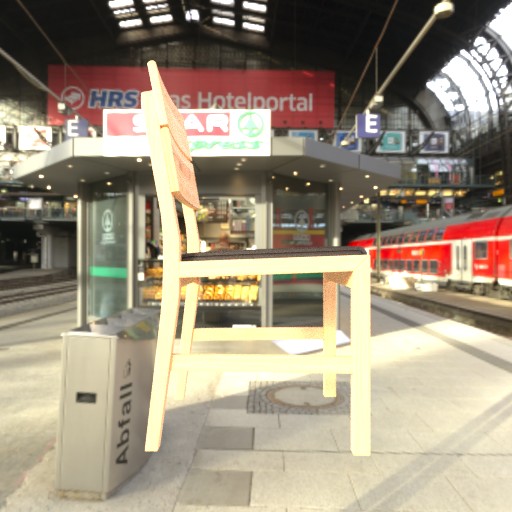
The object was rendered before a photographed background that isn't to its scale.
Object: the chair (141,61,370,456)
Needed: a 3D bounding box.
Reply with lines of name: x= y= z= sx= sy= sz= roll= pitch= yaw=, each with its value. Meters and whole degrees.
chair: x=0.000 y=0.000 z=1.289 sx=0.560 sy=0.950 sz=0.475 roll=0 pitch=0 yaw=0
